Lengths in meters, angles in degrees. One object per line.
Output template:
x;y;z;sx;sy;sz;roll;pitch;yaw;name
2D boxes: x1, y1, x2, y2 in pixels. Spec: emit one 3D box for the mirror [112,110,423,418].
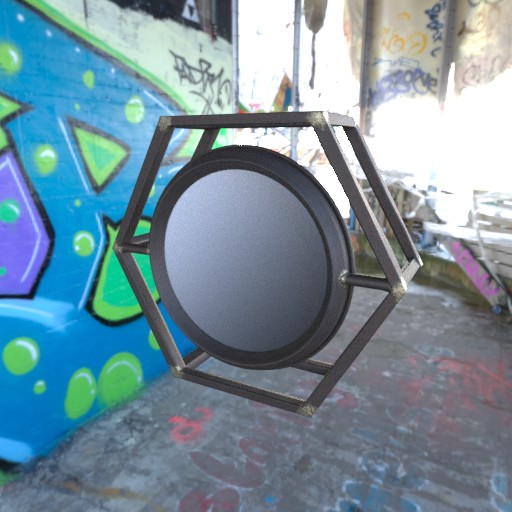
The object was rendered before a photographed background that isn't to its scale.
0.000;0.000;0.554;0.380;0.334;0.119;8;16;27;mirror
